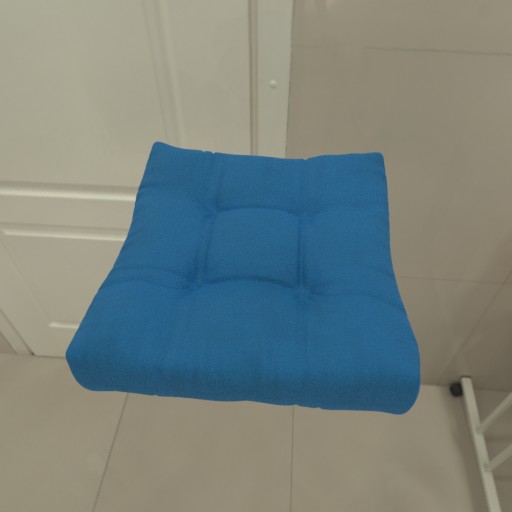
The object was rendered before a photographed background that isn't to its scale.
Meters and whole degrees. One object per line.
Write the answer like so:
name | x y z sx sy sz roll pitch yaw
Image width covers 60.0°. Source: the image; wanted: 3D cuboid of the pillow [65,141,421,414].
pillow | 0.000 0.000 0.733 0.468 0.128 0.490 3 48 3
